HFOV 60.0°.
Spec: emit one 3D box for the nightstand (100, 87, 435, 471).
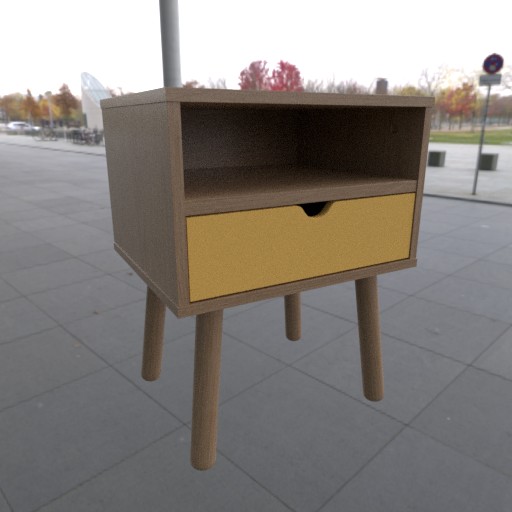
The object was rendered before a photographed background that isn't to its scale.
[{"bbox_3d":[0.000,0.000,0.851,0.450,0.571,0.380,-9,19,-28],"label":"nightstand"}]
